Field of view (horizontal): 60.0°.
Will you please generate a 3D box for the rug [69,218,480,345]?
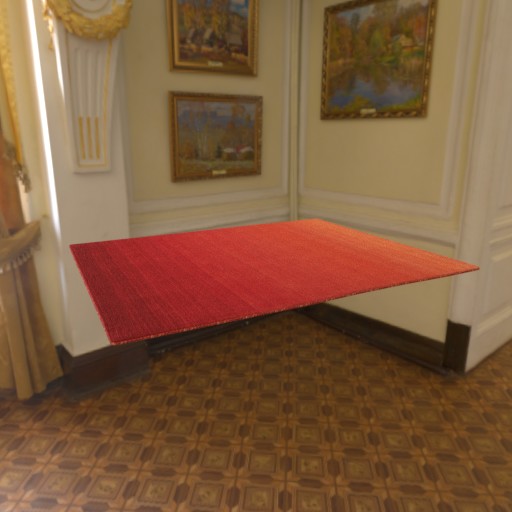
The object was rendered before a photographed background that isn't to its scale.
[{"bbox_3d":[0.000,0.000,3.951,2.905,0.028,2.340,-8,18,-26],"label":"rug"}]
